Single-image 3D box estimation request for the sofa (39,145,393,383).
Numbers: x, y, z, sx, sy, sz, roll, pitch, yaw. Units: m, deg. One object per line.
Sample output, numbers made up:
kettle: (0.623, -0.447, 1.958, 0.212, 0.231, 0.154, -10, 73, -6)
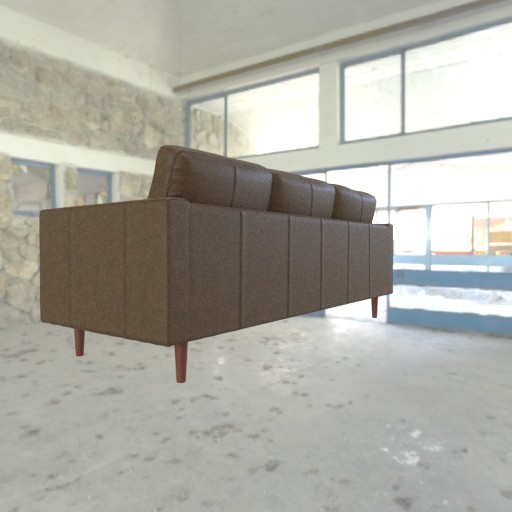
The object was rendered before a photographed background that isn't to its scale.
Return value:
sofa: (0.000, 0.000, 2.687, 0.903, 0.930, 2.231, 1, 1, 37)
